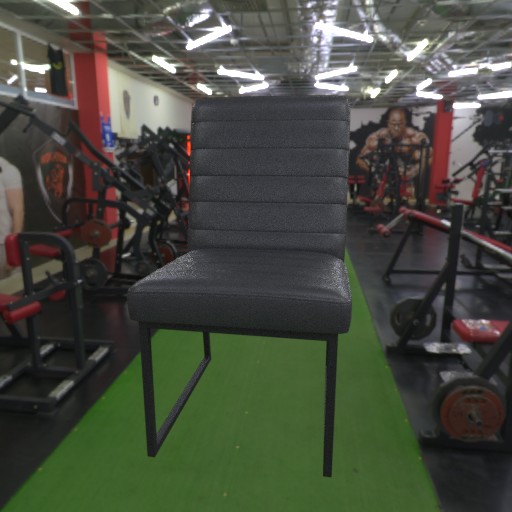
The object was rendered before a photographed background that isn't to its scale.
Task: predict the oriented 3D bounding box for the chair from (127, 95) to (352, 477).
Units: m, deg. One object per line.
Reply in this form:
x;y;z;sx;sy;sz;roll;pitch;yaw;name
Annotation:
0.000;0.000;1.273;0.520;0.930;0.634;2;13;9;chair
